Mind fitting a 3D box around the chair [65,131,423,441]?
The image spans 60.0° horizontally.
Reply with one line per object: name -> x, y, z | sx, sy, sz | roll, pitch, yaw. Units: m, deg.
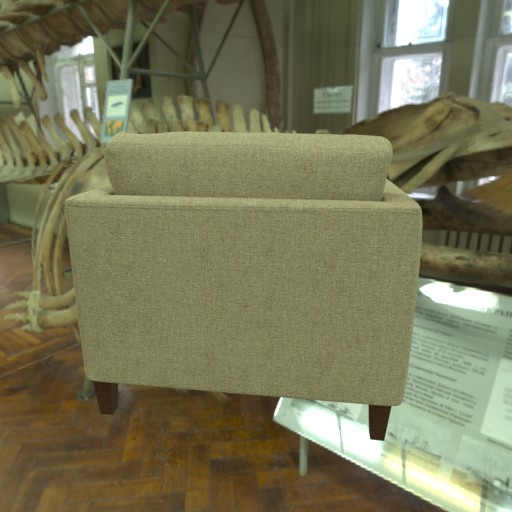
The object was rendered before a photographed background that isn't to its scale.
chair -> 0.000, 0.000, 1.818 | 1.107, 0.987, 0.959 | 2, 16, 8
